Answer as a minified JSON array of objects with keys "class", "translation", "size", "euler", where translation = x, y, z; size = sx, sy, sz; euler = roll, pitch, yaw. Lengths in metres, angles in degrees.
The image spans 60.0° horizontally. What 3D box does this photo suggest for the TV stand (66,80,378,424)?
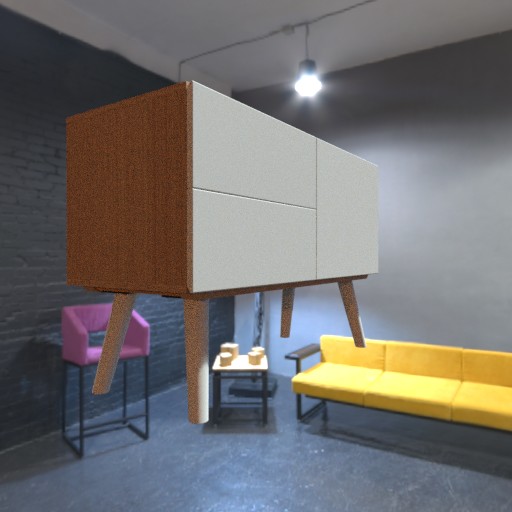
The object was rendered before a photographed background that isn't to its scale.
[{"class":"TV stand","translation":[0.000,0.000,1.343],"size":[0.407,0.660,0.991],"euler":[0,0,35]}]
